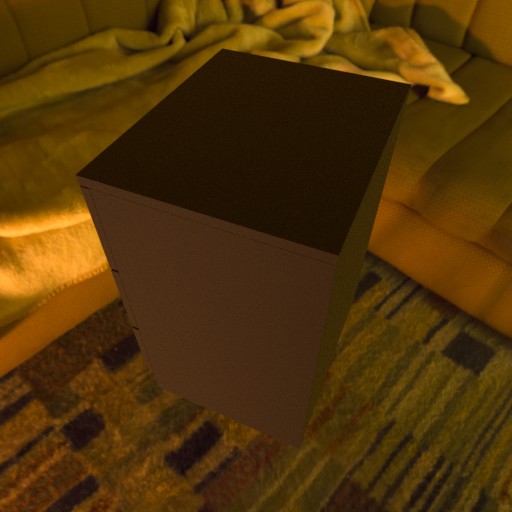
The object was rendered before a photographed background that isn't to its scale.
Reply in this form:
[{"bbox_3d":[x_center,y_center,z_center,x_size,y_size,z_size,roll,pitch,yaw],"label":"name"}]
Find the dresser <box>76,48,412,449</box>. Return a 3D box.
[{"bbox_3d":[0.000,0.000,0.830,0.360,0.560,0.400,18,50,16],"label":"dresser"}]
